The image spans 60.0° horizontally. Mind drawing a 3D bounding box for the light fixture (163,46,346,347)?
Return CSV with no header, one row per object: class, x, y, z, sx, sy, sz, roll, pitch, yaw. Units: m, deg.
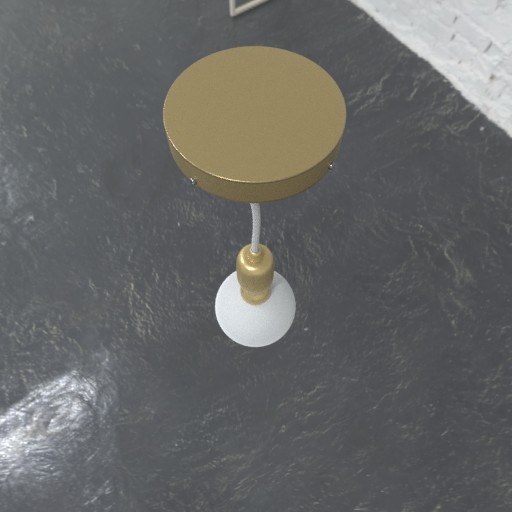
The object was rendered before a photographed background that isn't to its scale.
light fixture,0.000,0.000,0.574,0.146,0.510,0.147,31,67,15
